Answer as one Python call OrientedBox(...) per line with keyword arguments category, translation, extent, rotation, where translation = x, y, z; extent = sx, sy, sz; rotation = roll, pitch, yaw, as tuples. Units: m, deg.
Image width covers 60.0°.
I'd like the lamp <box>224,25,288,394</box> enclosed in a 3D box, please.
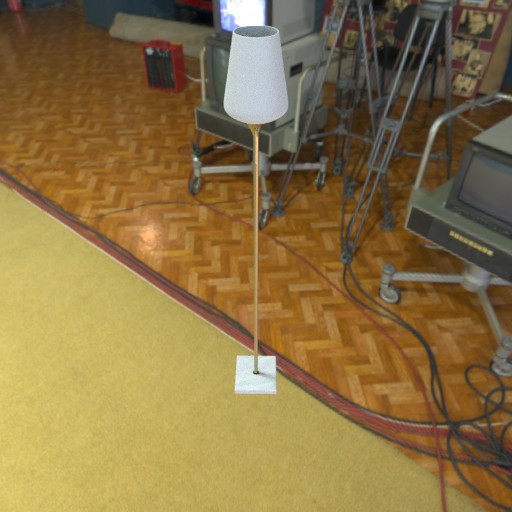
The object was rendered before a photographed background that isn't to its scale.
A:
OrientedBox(category="lamp", translation=(0.000, 0.000, 1.945), extent=(0.229, 1.813, 0.232), rotation=(1, 41, 1))
